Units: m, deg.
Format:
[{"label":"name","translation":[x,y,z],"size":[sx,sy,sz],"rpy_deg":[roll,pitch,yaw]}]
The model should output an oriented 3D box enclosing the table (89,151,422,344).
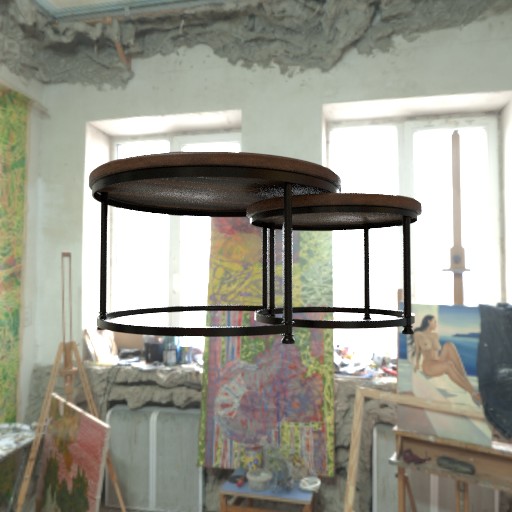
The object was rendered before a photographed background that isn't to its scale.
[{"label":"table","translation":[0.000,0.000,1.623],"size":[1.152,0.516,0.870],"rpy_deg":[1,-2,-18]}]
